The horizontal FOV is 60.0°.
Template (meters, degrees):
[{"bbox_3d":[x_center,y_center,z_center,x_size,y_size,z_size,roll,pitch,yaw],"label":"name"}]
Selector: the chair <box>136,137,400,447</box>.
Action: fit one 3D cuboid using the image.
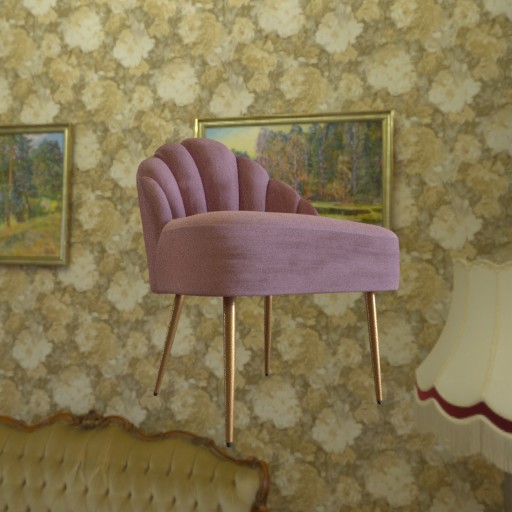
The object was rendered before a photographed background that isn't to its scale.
[{"bbox_3d":[0.000,0.000,1.275,0.657,0.819,0.599,2,-3,-37],"label":"chair"}]
